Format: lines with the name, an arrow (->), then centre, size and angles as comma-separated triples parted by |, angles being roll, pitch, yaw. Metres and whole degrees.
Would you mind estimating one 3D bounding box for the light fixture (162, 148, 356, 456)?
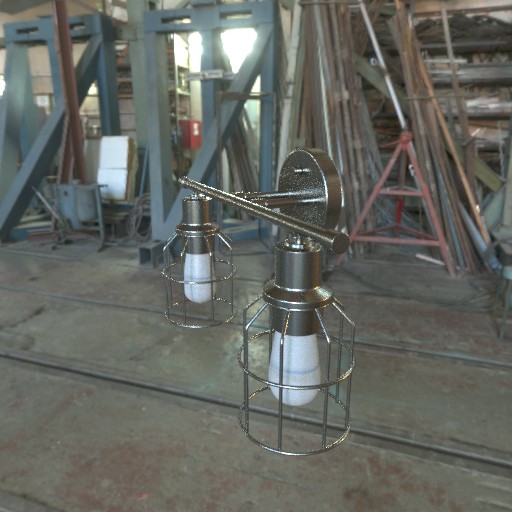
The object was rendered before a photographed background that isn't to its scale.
light fixture -> 0.000, 0.000, 0.544 | 0.165, 0.254, 0.406 | -8, 19, -25
